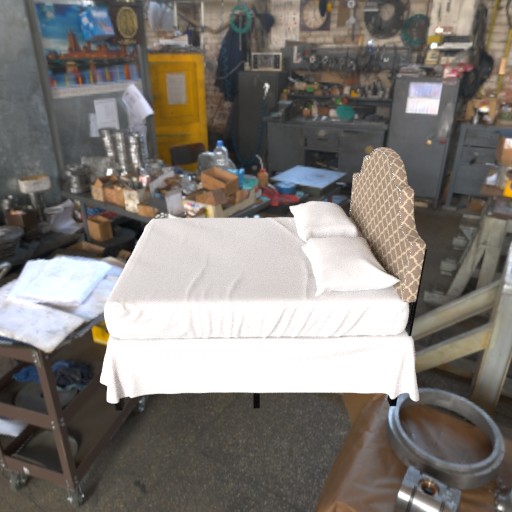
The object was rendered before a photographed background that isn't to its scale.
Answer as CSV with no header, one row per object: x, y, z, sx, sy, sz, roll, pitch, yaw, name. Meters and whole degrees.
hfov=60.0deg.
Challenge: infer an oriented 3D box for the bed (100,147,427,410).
0.000,0.000,3.459,2.222,1.633,1.780,-1,26,-1,bed
